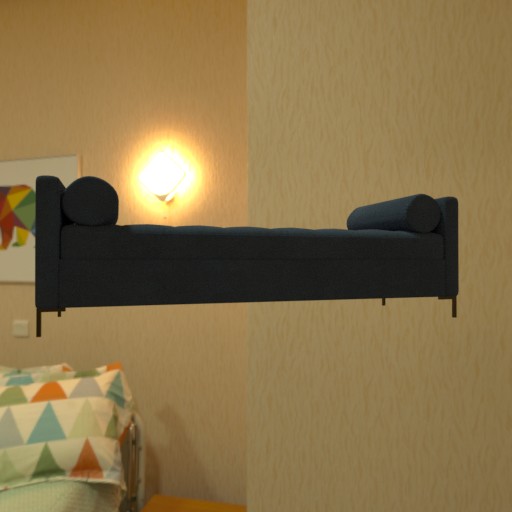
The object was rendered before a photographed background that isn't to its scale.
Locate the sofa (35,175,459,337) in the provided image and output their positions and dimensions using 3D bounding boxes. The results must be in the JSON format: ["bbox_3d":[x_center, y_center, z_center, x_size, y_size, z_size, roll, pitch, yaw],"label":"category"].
[{"bbox_3d":[0.000,0.000,2.306,1.981,0.635,0.686,0,-1,-17],"label":"sofa"}]
